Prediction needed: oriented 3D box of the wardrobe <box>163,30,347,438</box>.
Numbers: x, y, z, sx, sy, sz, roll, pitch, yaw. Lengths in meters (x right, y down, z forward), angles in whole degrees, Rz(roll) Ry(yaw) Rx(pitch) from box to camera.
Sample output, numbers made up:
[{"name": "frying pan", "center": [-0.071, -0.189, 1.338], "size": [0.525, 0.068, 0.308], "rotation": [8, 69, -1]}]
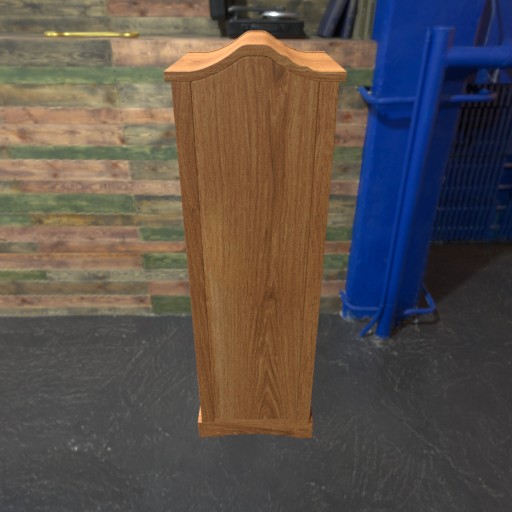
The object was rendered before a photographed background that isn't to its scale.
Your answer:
[{"name": "wardrobe", "center": [0.000, 0.000, 2.097], "size": [0.590, 1.870, 0.570], "rotation": [0, 30, 1]}]
